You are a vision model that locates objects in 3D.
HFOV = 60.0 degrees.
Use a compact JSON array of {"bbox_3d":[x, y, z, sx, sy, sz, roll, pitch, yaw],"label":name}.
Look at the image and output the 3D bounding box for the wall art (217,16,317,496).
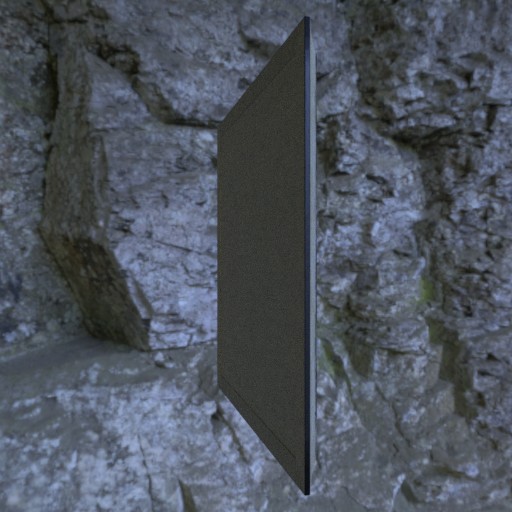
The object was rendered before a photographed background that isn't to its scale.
[{"bbox_3d":[0.000,0.000,0.606,0.023,0.457,0.381,0,0,-18],"label":"wall art"}]
